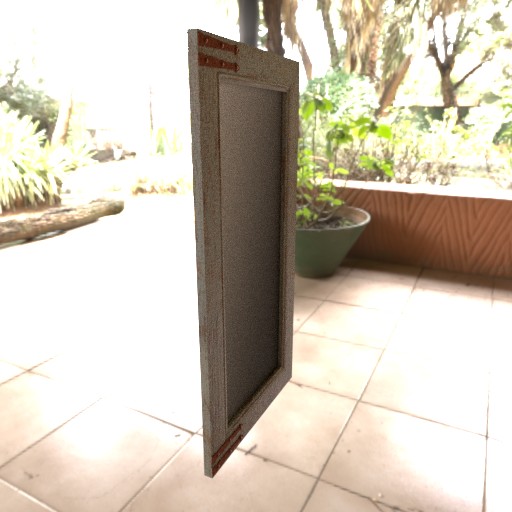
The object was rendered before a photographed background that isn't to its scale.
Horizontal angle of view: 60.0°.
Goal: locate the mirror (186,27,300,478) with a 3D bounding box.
[{"bbox_3d":[0.000,0.000,1.076,0.027,0.922,0.472,8,18,26],"label":"mirror"}]
